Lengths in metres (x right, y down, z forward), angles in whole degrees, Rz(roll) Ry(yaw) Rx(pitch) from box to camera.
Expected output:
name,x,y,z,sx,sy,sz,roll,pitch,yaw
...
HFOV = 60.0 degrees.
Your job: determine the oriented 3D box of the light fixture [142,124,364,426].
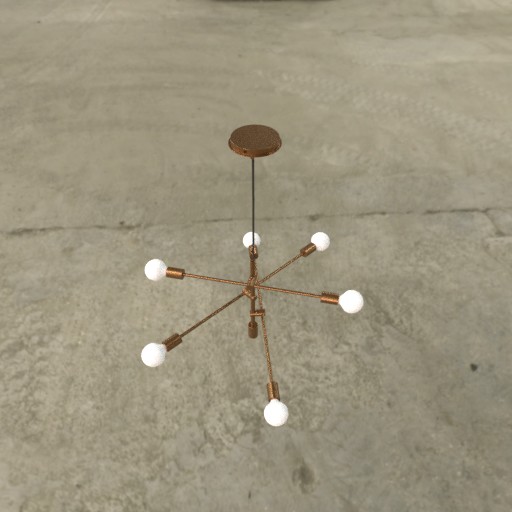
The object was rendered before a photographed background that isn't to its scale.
name,x,y,z,sx,sy,sz,roll,pitch,yaw
light fixture,0.000,0.000,1.256,0.637,0.744,0.682,17,48,16
